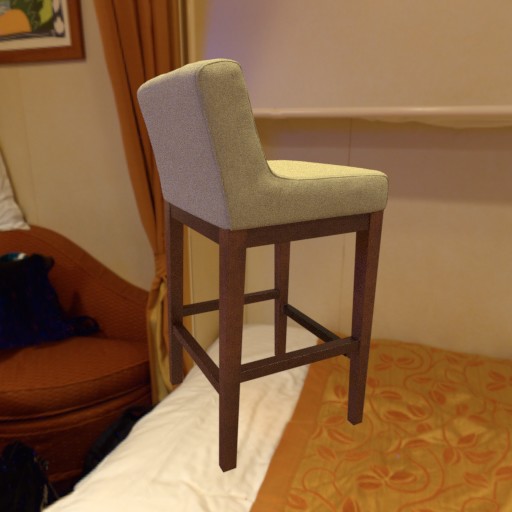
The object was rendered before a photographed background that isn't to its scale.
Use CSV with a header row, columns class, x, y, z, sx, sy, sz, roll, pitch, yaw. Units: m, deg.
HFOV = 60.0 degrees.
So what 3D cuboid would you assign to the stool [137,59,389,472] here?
class,x,y,z,sx,sy,sz,roll,pitch,yaw
stool,0.000,0.000,1.232,0.500,0.937,0.511,-8,18,-26
